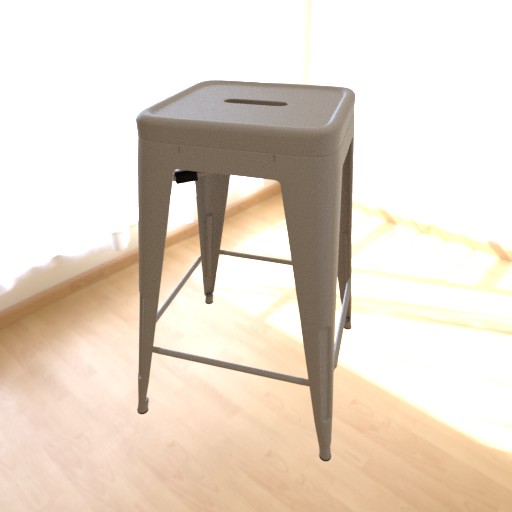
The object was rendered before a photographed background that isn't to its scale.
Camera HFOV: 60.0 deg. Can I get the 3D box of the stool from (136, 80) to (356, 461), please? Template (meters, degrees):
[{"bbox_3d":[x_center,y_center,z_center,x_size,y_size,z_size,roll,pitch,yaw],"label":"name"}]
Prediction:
[{"bbox_3d":[0.000,0.000,0.891,0.410,0.608,0.410,9,33,14],"label":"stool"}]
